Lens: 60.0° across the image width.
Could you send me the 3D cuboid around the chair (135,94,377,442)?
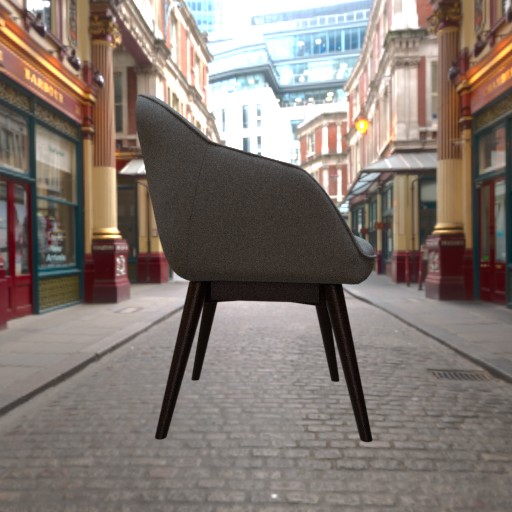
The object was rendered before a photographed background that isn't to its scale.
[{"bbox_3d":[0.000,0.000,1.215,0.611,0.810,0.589,0,0,2],"label":"chair"}]
